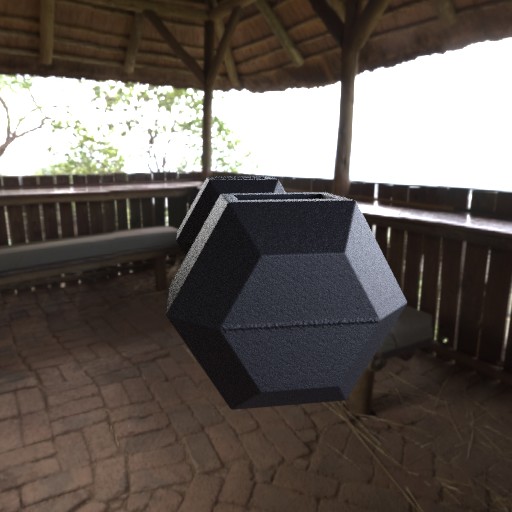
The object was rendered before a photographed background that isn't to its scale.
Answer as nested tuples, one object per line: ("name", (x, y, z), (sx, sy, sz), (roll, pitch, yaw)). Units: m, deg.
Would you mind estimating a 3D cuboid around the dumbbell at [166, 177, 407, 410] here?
("dumbbell", (0.000, 0.000, 0.430), (0.157, 0.137, 0.361), (-2, 13, -8))
